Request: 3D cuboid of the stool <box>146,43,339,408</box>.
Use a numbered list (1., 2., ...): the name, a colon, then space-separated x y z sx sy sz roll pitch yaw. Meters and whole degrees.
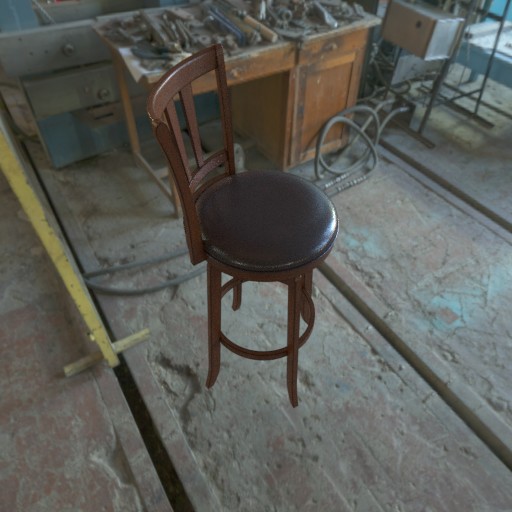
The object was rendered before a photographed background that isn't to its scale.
1. stool: 0.000 0.000 1.477 0.503 1.177 0.464 10 47 9
